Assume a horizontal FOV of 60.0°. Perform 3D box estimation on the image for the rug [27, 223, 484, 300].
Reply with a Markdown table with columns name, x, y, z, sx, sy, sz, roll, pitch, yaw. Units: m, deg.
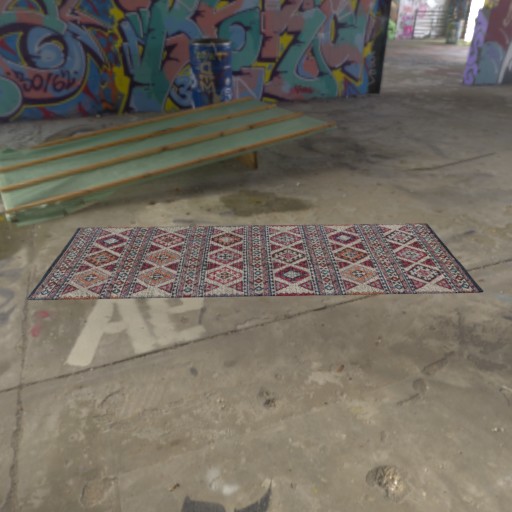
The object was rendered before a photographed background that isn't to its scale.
| name | x | y | z | sx | sy | sz | roll | pitch | yaw |
| --- | --- | --- | --- | --- | --- | --- | --- | --- | --- |
| rug | 0.000 | 0.000 | 2.638 | 2.362 | 0.008 | 0.832 | -1 | 30 | -1 |
